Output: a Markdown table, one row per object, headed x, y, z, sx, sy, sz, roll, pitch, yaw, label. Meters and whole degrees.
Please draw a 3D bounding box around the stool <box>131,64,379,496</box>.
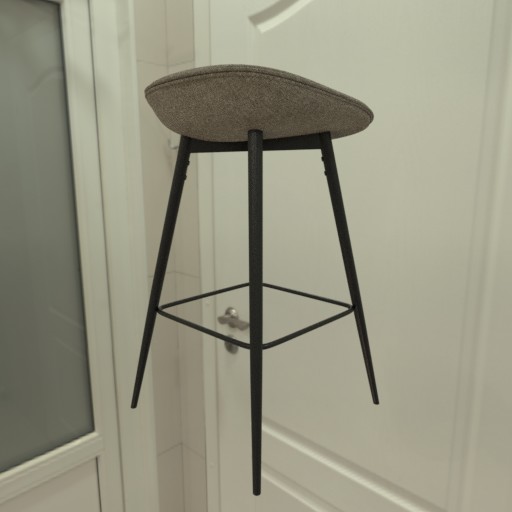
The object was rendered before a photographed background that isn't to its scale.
| x | y | z | sx | sy | sz | roll | pitch | yaw | label |
| --- | --- | --- | --- | --- | --- | --- | --- | --- | --- |
| 0.000 | 0.000 | 1.103 | 0.469 | 0.814 | 0.480 | 11 | 16 | 43 | stool |
